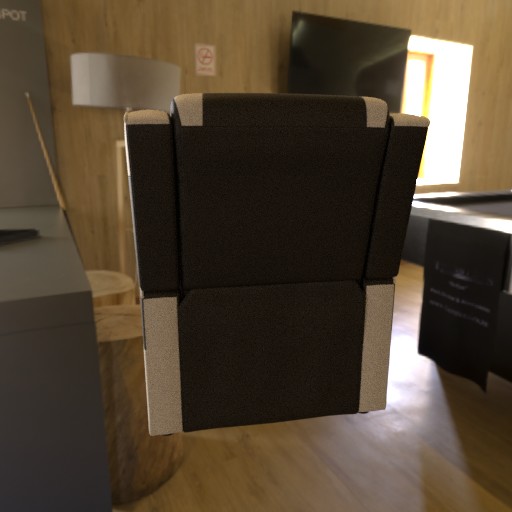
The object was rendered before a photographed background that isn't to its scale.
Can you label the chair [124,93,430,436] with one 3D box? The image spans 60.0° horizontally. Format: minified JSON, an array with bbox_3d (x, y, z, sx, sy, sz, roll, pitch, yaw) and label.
[{"bbox_3d":[0.000,0.000,1.253,0.620,0.805,0.672,-3,14,-10],"label":"chair"}]
